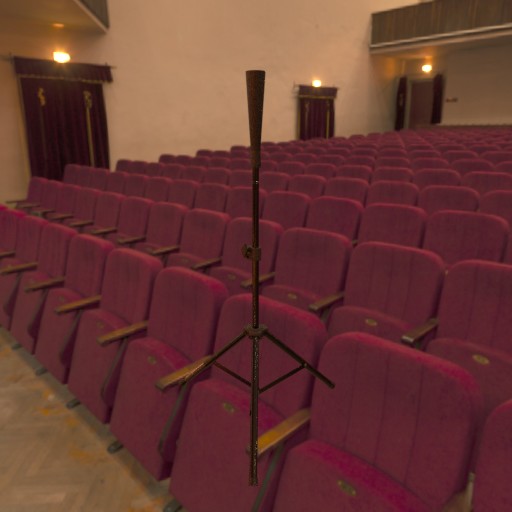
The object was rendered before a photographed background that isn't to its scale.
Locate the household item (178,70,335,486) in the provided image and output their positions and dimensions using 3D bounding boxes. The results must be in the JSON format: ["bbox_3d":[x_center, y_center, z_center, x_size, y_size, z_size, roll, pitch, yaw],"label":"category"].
[{"bbox_3d":[0.000,0.000,1.395,0.559,1.067,0.559,-15,22,-42],"label":"household item"}]
